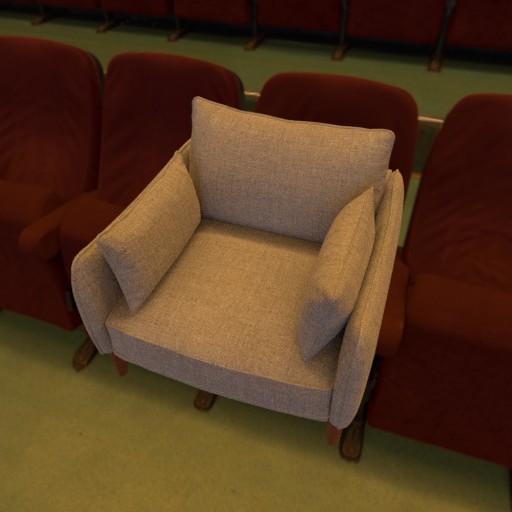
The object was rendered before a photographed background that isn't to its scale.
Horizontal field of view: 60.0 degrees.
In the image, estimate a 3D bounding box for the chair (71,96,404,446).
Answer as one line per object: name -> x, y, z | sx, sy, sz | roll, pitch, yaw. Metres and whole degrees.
chair -> 0.000, 0.000, 1.689 | 0.993, 0.839, 0.976 | 13, 44, 14
